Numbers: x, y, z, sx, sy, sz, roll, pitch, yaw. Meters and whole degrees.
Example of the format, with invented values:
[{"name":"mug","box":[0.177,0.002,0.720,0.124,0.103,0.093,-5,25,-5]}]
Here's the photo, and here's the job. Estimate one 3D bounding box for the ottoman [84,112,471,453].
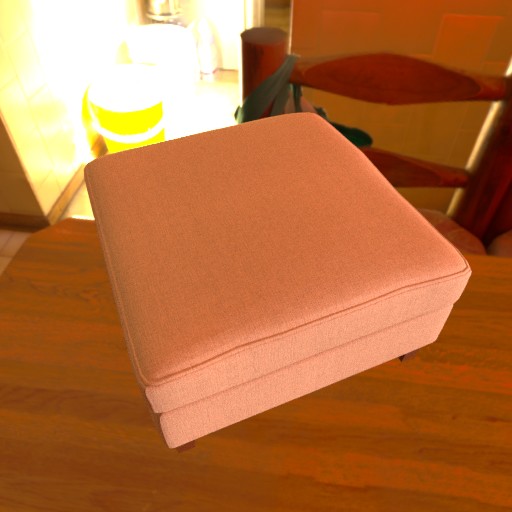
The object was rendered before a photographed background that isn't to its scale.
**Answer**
[{"name":"ottoman","box":[0.000,0.000,1.357,0.838,0.503,0.838,-17,49,-15]}]
